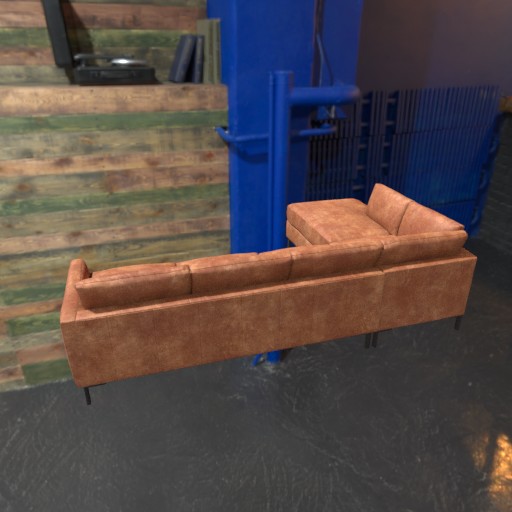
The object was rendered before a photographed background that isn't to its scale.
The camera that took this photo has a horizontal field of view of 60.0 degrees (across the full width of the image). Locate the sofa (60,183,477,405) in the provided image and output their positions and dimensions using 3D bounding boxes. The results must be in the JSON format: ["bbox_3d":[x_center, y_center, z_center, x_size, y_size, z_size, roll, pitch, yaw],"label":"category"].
[{"bbox_3d":[0.000,0.000,3.868,2.984,0.877,1.938,-7,26,-15],"label":"sofa"}]
